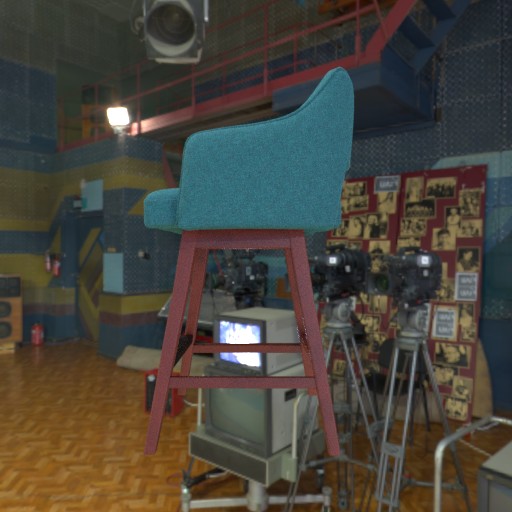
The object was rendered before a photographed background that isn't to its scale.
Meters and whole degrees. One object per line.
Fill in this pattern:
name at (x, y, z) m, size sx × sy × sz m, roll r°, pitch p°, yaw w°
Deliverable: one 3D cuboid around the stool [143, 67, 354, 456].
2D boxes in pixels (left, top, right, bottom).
stool at (0.000, 0.000, 1.302) m, size 0.556 × 0.961 × 0.548 m, roll 0°, pitch 1°, yaw 0°
